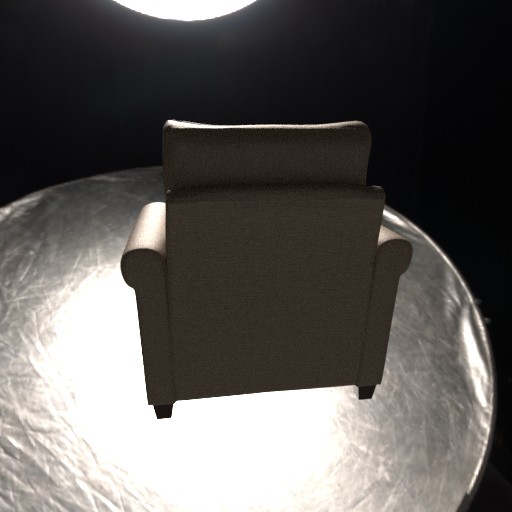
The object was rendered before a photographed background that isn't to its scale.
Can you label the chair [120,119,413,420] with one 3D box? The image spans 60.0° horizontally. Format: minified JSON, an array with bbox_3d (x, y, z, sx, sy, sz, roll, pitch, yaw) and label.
[{"bbox_3d":[0.000,0.000,2.347,1.275,1.349,1.180,-2,15,-9],"label":"chair"}]
